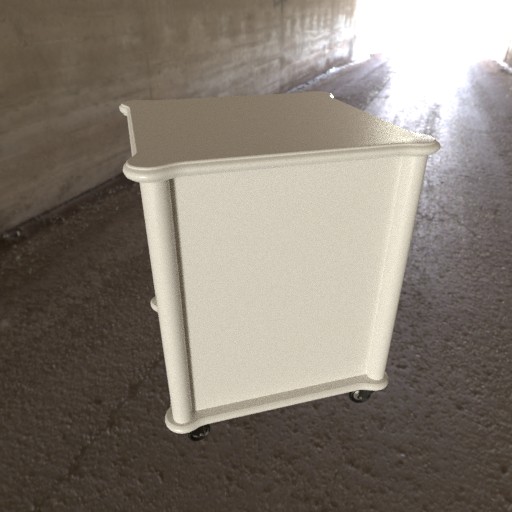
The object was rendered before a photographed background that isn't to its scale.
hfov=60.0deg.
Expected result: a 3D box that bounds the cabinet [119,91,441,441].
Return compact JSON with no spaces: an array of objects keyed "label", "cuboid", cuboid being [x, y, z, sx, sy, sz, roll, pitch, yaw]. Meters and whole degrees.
[{"label":"cabinet","cuboid":[0.000,0.000,1.246,0.627,0.761,0.628,-8,31,-13]}]
